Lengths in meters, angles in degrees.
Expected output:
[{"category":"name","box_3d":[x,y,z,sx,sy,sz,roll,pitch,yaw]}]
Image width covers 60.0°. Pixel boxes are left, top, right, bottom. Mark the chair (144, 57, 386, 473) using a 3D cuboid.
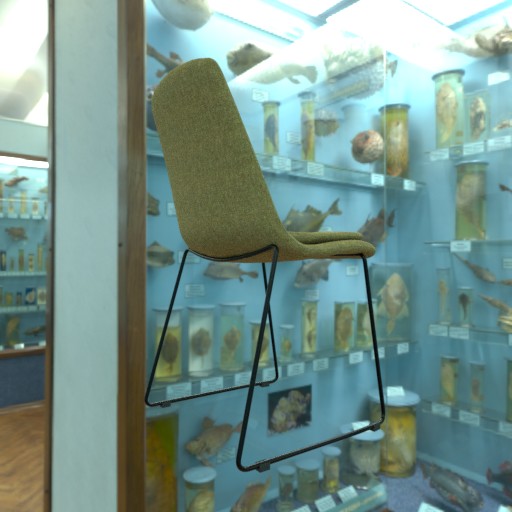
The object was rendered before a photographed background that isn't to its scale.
[{"category":"chair","box_3d":[0.000,0.000,1.156,0.496,0.849,0.479,0,0,-36]}]
